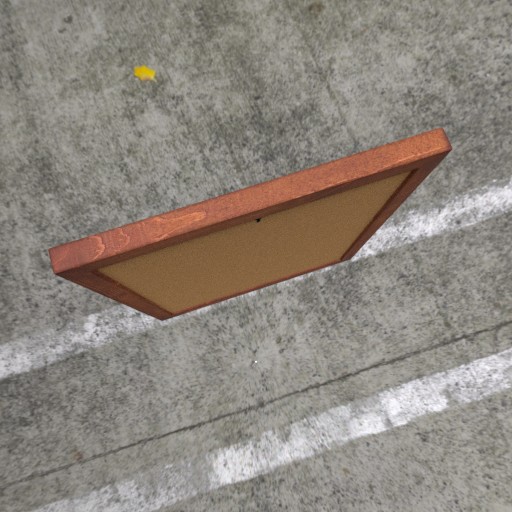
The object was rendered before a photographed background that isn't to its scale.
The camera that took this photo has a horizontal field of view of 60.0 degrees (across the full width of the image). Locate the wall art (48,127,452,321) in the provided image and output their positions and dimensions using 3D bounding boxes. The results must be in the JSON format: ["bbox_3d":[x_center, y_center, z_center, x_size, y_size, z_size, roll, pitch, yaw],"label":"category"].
[{"bbox_3d":[0.000,0.000,0.760,0.462,0.558,0.030,-18,77,-4],"label":"wall art"}]
